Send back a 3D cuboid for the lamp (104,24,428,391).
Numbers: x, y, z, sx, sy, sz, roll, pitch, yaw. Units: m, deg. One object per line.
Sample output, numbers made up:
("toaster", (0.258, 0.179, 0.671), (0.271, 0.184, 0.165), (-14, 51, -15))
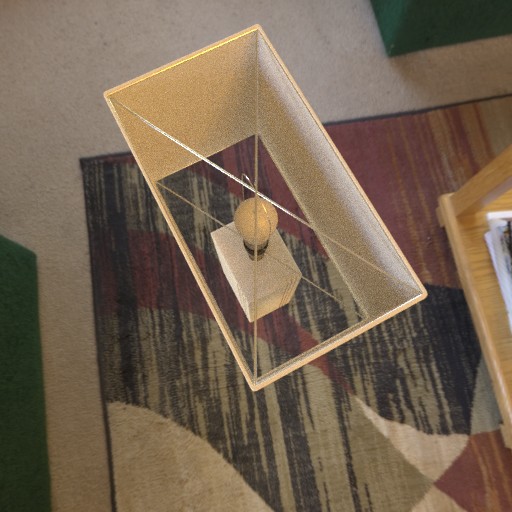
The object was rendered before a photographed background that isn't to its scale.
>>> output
("lamp", (0.000, 0.000, 0.692), (0.182, 0.543, 0.334), (-27, 77, -7))
